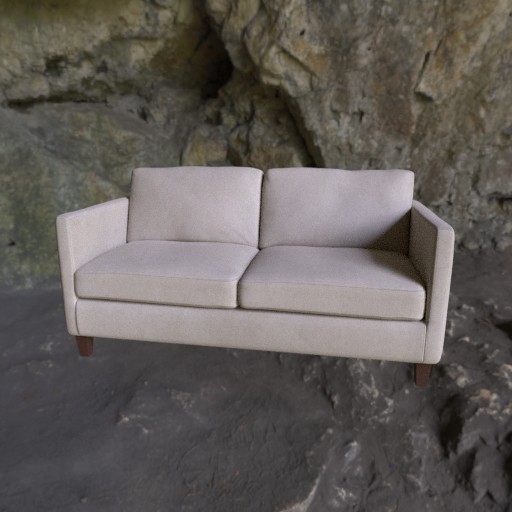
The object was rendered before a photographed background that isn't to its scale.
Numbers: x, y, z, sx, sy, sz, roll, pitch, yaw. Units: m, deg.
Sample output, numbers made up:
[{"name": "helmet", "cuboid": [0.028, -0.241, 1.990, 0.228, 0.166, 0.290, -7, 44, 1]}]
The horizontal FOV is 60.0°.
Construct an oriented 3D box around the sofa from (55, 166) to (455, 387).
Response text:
[{"name": "sofa", "cuboid": [0.000, 0.000, 2.455, 1.846, 0.940, 0.950, 3, 15, 10]}]
